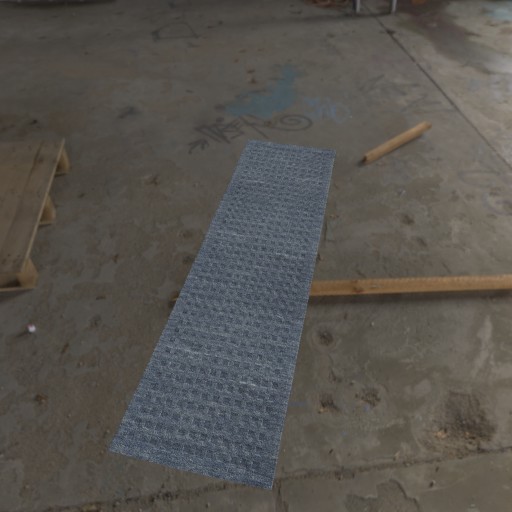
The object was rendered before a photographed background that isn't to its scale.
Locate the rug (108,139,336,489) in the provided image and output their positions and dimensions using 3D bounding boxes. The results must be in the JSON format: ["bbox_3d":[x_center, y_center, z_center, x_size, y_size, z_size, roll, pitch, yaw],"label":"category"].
[{"bbox_3d":[0.000,0.000,2.595,0.688,0.008,2.443,9,47,9],"label":"rug"}]
